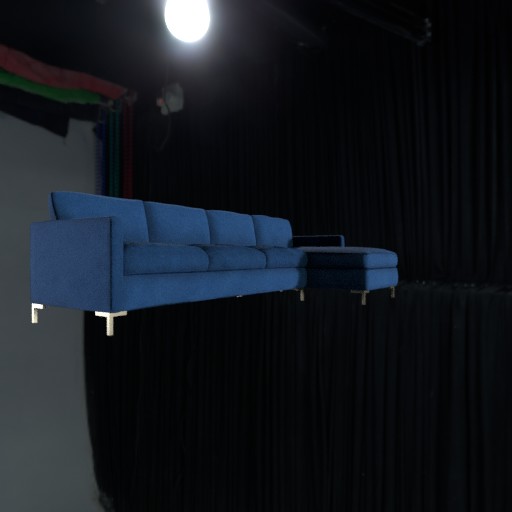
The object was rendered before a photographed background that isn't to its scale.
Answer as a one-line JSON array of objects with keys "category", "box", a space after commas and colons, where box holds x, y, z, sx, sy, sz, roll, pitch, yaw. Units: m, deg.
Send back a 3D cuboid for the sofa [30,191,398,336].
[{"category": "sofa", "box": [0.000, 0.000, 3.477, 1.350, 0.810, 2.932, 0, 0, 35]}]
